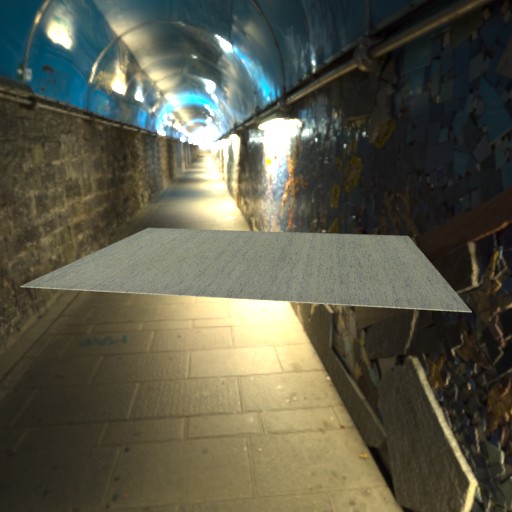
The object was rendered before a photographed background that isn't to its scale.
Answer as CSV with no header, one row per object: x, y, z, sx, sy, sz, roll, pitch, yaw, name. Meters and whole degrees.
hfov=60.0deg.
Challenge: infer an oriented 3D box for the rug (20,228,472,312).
0.000,0.000,4.255,3.197,0.006,2.438,2,14,9,rug
